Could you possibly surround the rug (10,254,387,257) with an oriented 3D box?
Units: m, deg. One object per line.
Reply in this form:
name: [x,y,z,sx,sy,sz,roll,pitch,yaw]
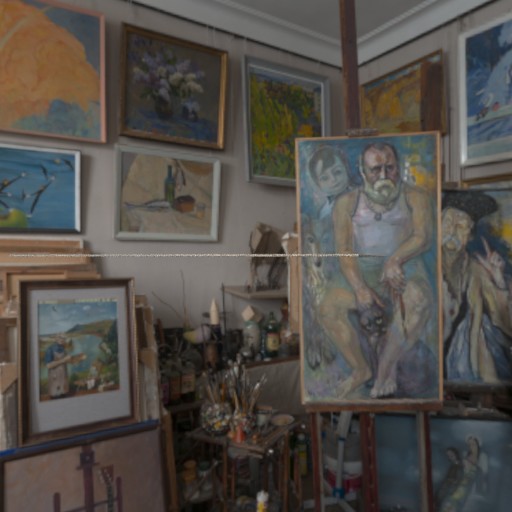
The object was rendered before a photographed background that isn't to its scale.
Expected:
rug: [0.000,0.000,2.126,1.142,0.006,1.752,0,0,19]
